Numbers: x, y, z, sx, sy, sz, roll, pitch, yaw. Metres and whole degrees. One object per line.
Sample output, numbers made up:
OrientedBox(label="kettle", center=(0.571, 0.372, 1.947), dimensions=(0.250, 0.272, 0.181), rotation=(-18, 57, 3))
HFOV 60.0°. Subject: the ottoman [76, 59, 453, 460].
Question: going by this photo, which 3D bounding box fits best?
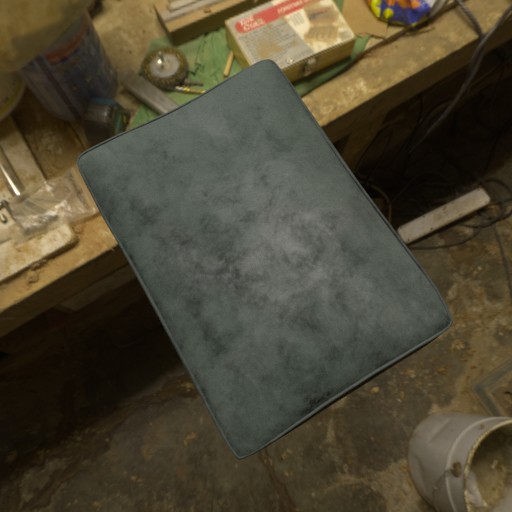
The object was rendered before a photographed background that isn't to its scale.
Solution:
OrientedBox(label="ottoman", center=(0.000, 0.000, 1.279), dimensions=(0.632, 0.495, 0.864), rotation=(-30, 78, -7))
